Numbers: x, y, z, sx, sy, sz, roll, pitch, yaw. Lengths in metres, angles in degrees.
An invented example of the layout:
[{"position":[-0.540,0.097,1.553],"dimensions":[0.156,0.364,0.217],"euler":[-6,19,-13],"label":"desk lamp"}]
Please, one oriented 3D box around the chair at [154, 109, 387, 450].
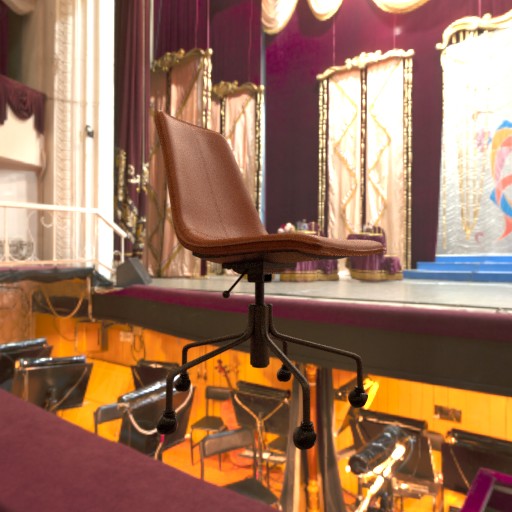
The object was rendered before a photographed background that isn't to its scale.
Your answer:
[{"position":[0.000,0.000,1.345],"dimensions":[0.660,0.920,0.651],"euler":[0,-1,35],"label":"chair"}]
